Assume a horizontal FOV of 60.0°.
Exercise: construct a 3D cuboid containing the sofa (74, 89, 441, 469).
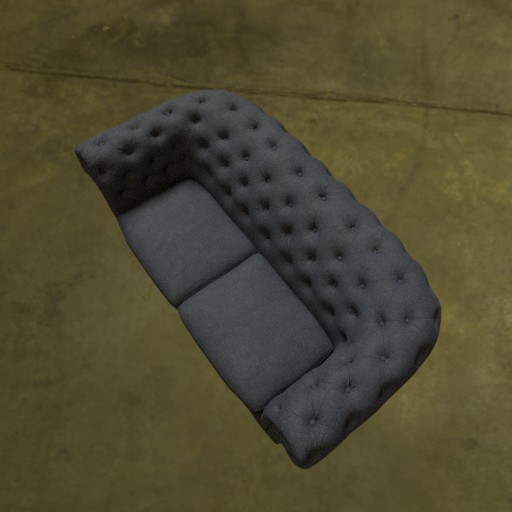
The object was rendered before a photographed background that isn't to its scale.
[{"bbox_3d":[0.000,0.000,2.477,1.082,0.833,1.988,-34,68,-16],"label":"sofa"}]
